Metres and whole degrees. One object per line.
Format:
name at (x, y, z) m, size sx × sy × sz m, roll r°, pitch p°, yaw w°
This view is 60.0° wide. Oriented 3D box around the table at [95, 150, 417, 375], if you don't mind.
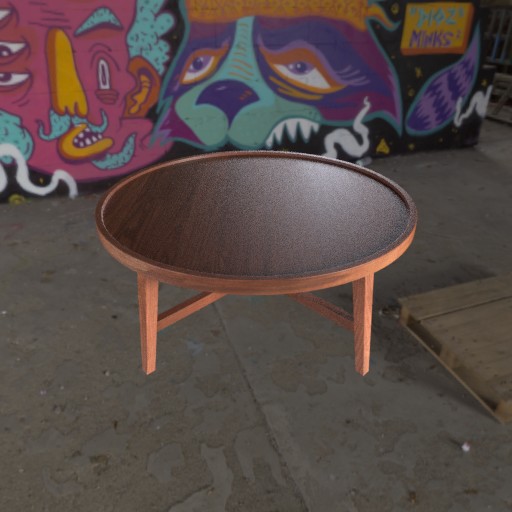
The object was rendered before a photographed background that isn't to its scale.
table at (0.000, 0.000, 1.241) m, size 0.800 × 0.360 × 0.800 m, roll 0°, pitch 30°, yaw 0°
